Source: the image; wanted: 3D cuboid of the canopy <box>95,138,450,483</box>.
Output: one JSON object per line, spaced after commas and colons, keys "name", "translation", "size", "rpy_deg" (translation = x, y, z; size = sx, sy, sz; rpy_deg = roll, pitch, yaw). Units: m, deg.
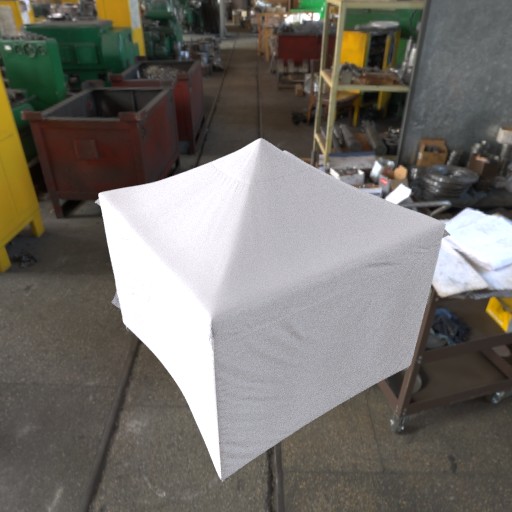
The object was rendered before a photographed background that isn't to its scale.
{"name": "canopy", "translation": [0.000, 0.000, 5.534], "size": [3.043, 2.997, 3.121], "rpy_deg": [-19, 37, -28]}
